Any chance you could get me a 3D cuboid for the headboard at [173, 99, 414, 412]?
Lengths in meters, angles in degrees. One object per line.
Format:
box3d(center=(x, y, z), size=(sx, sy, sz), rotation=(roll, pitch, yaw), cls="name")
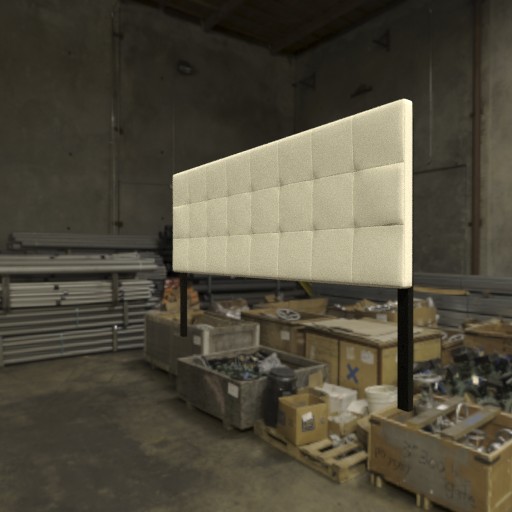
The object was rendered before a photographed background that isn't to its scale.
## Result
box3d(center=(0.000, 0.000, 2.931), size=(0.120, 1.410, 2.362), rotation=(0, 0, -36), cls="headboard")
